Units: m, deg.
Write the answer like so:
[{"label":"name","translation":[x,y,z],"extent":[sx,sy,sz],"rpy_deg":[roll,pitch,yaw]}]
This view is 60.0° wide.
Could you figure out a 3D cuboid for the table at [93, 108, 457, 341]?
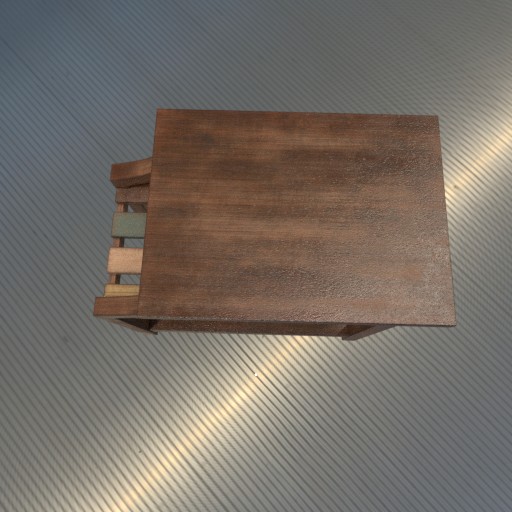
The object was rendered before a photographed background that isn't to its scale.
[{"label":"table","translation":[0.000,0.000,0.990],"extent":[0.609,0.584,0.356],"rpy_deg":[2,75,0]}]
